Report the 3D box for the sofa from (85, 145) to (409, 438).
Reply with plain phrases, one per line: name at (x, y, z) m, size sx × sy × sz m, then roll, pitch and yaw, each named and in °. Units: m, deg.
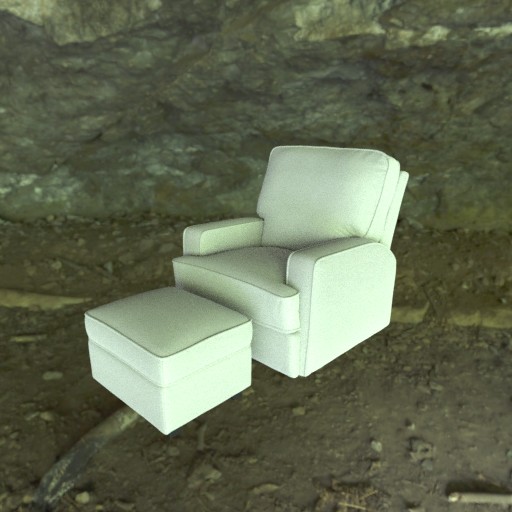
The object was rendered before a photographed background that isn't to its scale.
sofa at (0.000, 0.000, 2.070) m, size 0.861 × 0.959 × 1.472 m, roll 15°, pitch 22°, yaw 42°
